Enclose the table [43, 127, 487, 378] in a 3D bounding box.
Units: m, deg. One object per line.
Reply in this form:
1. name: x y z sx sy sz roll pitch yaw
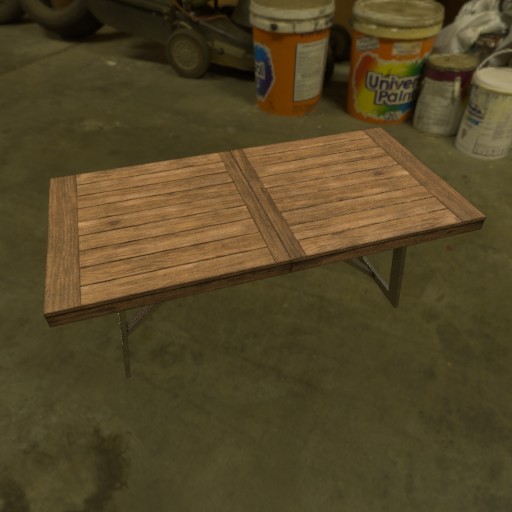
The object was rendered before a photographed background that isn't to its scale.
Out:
1. table: 0.000 0.000 2.351 1.867 0.757 0.931 -12 43 -13
